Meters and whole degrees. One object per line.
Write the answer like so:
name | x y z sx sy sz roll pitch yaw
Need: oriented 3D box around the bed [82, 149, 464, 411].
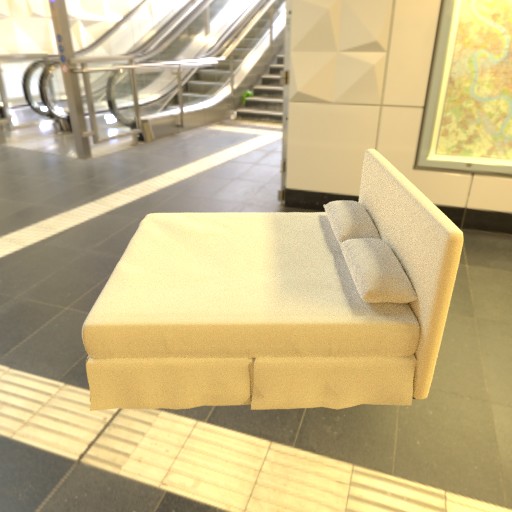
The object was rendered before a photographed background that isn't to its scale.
bed | 0.000 0.000 3.642 2.341 1.317 2.119 0 27 0
